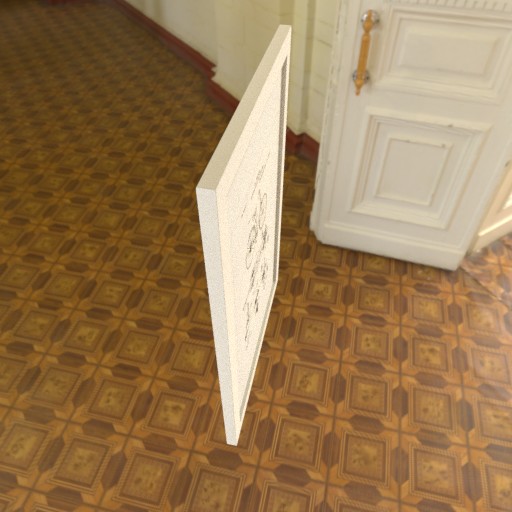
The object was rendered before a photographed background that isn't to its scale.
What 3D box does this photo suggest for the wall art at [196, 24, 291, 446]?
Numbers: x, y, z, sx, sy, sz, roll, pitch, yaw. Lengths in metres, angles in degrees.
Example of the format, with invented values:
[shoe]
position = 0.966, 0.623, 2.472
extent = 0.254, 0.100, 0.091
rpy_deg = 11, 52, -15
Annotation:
[wall art]
position = 0.000, 0.000, 0.601
extent = 0.015, 0.477, 0.332
rpy_deg = 9, 47, 9
